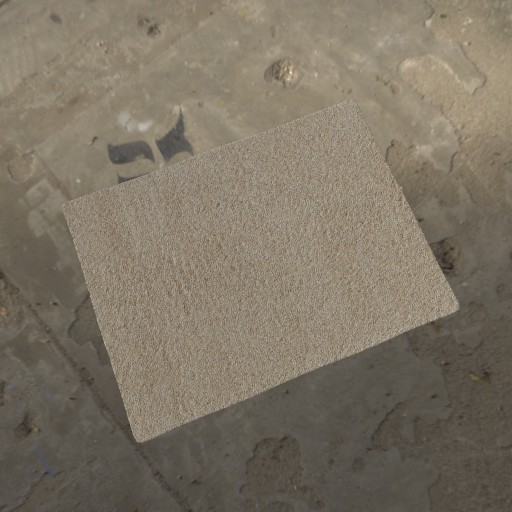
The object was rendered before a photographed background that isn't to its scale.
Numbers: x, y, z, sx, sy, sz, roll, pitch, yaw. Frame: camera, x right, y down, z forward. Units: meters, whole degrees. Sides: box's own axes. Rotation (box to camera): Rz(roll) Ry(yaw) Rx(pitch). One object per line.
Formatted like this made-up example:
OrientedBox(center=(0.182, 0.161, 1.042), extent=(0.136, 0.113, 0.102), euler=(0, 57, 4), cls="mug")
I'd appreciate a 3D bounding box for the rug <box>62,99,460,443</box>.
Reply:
OrientedBox(center=(0.000, 0.000, 2.143), extent=(1.600, 0.027, 1.200), euler=(-21, 77, -5), cls="rug")
